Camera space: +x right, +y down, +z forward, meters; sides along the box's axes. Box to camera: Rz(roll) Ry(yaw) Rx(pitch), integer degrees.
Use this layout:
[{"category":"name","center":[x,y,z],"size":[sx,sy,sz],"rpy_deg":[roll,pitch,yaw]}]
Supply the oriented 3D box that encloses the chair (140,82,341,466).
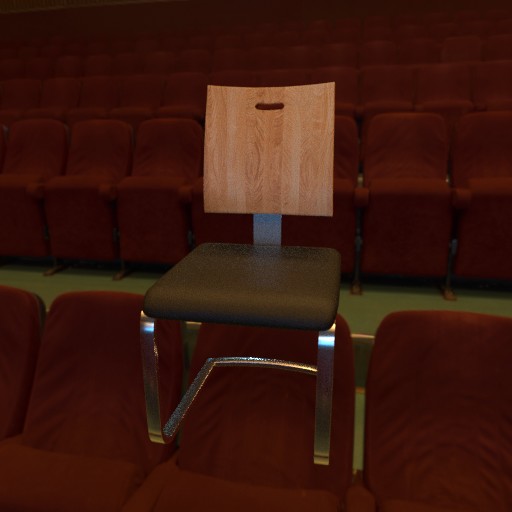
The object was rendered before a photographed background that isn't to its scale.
[{"category":"chair","center":[0.000,0.000,1.216],"size":[0.462,0.936,0.560],"rpy_deg":[3,15,11]}]
